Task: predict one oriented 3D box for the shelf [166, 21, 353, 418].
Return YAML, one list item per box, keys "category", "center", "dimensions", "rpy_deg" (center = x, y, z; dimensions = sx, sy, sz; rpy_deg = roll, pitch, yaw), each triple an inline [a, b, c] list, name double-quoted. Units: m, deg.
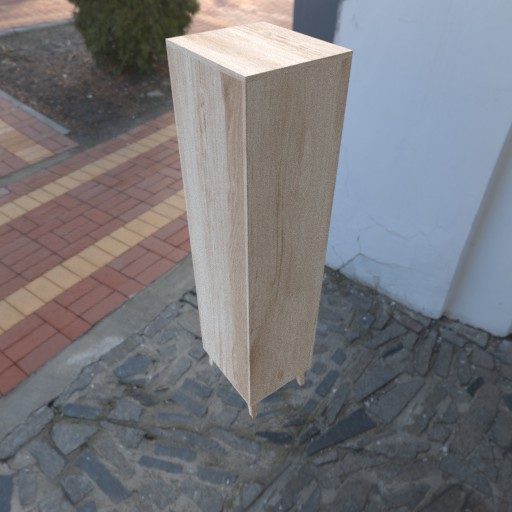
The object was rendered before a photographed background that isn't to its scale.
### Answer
- category: "shelf"
  center: [0.000, 0.000, 2.201]
  dimensions: [0.450, 1.960, 0.510]
  rpy_deg: [-25, 46, -27]
